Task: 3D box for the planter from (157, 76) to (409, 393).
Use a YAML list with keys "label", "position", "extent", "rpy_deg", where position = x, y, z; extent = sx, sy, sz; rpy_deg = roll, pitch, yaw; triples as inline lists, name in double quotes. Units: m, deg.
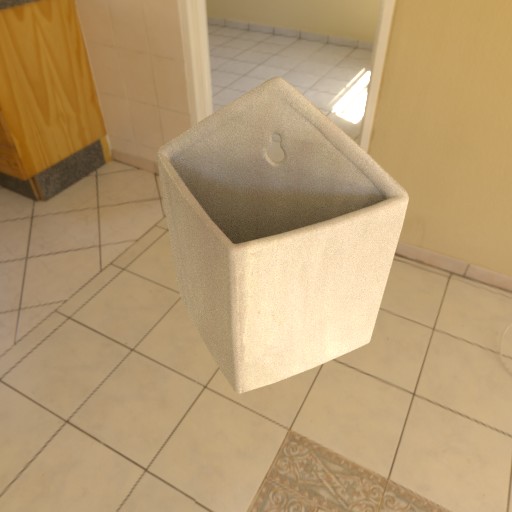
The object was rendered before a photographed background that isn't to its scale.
- label: "planter"
  position: [0.000, 0.000, 0.274]
  extent: [0.163, 0.194, 0.080]
  rpy_deg: [13, 44, 14]
